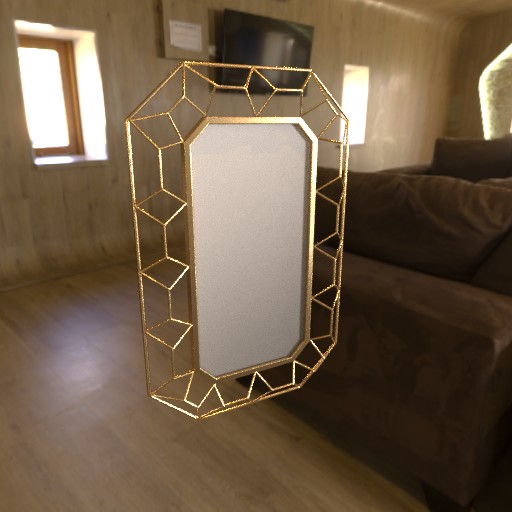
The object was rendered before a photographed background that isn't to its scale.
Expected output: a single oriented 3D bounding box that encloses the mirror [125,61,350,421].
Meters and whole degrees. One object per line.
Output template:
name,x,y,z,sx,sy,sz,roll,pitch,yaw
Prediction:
mirror,0.000,0.000,1.089,0.572,0.870,0.051,-9,19,-27
